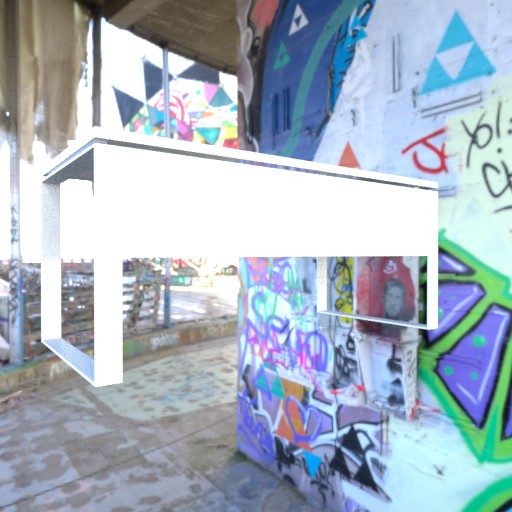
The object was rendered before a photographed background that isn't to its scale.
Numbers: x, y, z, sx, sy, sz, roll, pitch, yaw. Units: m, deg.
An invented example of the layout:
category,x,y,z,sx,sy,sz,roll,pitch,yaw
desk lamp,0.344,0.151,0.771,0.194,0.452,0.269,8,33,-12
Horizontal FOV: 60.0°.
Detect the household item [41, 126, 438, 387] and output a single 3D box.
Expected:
category,x,y,z,sx,sy,sz,roll,pitch,yaw
household item,0.000,0.000,2.077,1.700,0.745,0.800,0,0,-36
